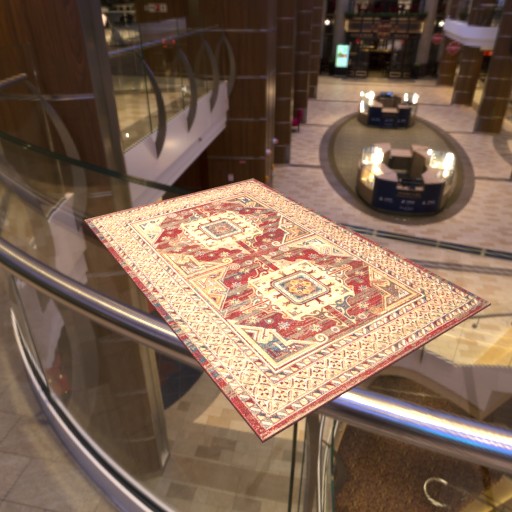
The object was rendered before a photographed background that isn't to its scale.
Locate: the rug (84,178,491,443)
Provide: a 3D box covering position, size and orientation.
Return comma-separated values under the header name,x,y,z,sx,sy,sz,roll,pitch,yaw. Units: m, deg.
name,x,y,z,sx,sy,sz,roll,pitch,yaw
rug,0.000,0.000,5.685,3.033,0.033,4.578,-19,36,-29
